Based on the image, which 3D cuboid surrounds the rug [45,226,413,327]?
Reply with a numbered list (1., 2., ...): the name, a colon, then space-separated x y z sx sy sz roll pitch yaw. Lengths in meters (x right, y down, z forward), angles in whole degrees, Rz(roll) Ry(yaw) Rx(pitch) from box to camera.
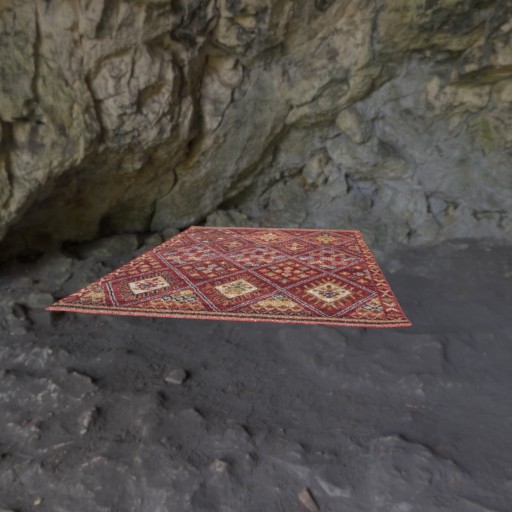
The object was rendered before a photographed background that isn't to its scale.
1. rug: 0.000 0.000 2.894 1.521 0.026 2.286 2 13 8
